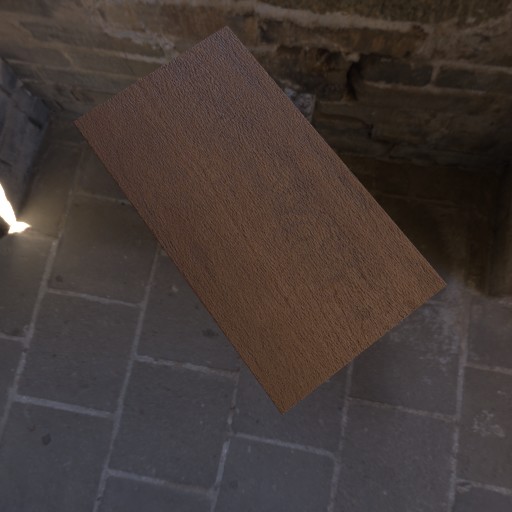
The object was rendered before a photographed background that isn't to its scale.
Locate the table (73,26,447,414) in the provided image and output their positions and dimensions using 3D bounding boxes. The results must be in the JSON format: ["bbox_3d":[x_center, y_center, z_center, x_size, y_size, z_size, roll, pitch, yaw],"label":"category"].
[{"bbox_3d":[0.000,0.000,1.739,0.524,1.294,0.901,-36,79,-8],"label":"table"}]
